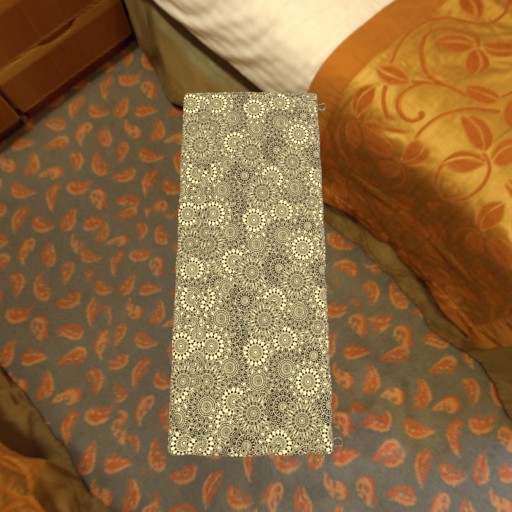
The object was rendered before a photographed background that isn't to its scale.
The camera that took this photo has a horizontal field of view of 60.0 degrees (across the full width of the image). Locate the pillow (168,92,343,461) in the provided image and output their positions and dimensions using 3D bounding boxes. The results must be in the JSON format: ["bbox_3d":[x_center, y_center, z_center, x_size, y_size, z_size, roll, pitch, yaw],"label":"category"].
[{"bbox_3d":[0.000,0.000,1.385,0.492,0.081,1.187,0,75,0],"label":"pillow"}]
